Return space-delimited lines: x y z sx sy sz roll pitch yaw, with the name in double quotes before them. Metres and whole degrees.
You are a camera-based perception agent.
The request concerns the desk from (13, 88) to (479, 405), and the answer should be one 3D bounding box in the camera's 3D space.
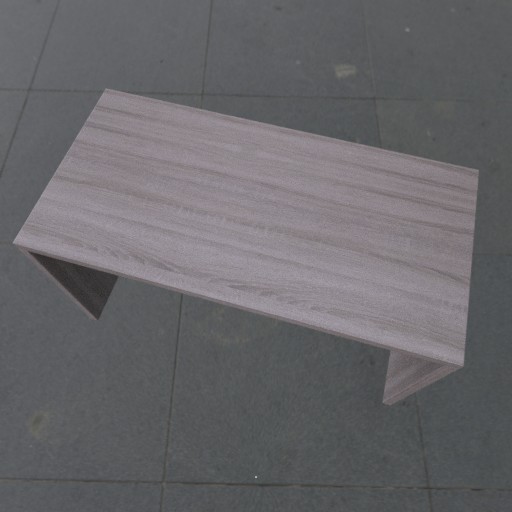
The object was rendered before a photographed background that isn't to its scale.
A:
"desk" 0.000 0.000 1.776 1.380 0.745 0.690 14 64 7
